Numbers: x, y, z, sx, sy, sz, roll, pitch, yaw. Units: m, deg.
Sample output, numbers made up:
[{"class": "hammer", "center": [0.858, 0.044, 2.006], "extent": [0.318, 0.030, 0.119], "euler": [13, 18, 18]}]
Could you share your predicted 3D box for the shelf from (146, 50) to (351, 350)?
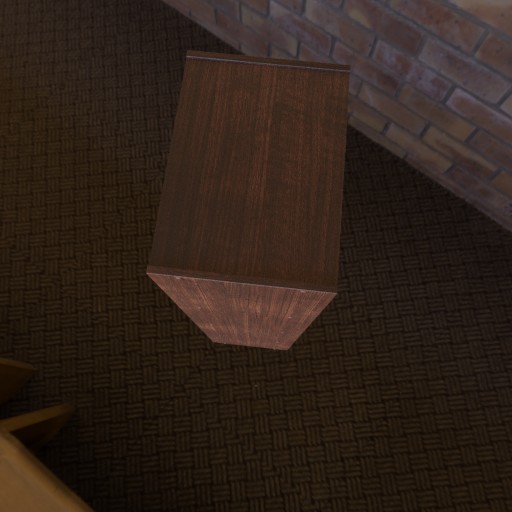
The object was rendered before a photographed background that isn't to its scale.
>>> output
[{"class": "shelf", "center": [0.000, 0.000, 1.252], "extent": [0.290, 1.099, 0.415], "euler": [6, 74, 2]}]
